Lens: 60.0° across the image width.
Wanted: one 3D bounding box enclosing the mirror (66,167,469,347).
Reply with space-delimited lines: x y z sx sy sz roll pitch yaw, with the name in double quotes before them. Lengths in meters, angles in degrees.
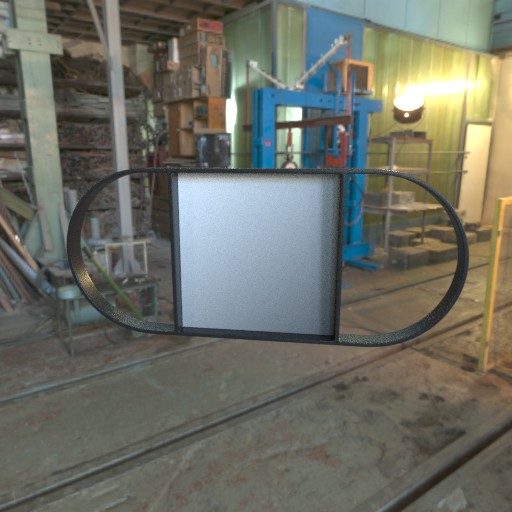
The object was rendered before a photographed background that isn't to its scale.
"mirror" 0.000 0.000 0.654 0.584 0.254 0.032 2 13 8
